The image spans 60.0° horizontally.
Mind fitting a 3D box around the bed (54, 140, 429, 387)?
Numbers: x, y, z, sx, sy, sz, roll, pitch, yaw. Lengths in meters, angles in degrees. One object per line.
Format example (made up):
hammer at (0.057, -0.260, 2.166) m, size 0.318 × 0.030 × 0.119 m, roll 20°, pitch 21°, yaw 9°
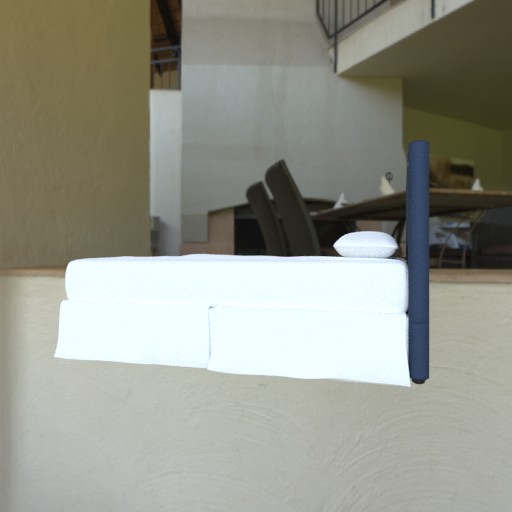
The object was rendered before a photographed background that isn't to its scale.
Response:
bed at (0.000, 0.000, 3.557) m, size 2.507 × 1.441 × 1.741 m, roll 0°, pitch 0°, yaw 18°
